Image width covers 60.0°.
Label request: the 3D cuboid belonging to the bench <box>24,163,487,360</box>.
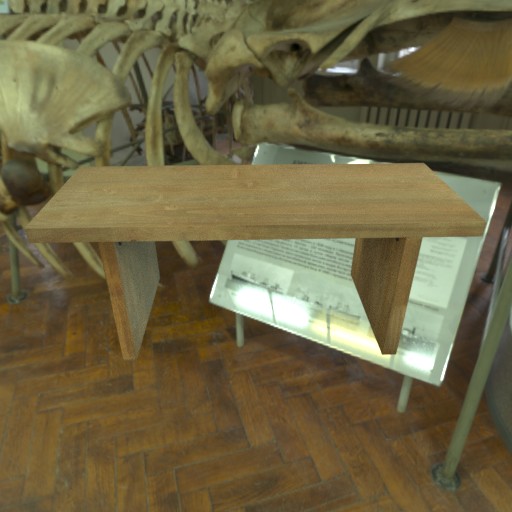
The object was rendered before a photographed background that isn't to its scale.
[{"bbox_3d":[0.000,0.000,1.446,1.183,0.458,0.458,-1,31,-1],"label":"bench"}]
